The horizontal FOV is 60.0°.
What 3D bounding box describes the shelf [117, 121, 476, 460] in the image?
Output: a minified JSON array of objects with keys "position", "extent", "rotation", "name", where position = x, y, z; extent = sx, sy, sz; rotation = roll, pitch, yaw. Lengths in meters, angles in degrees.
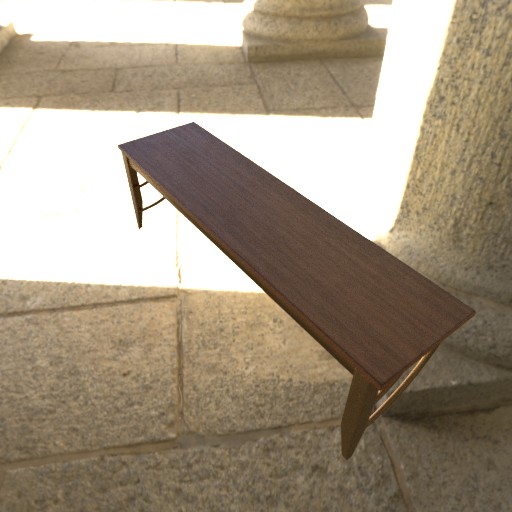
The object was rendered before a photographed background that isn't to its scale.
[{"position":[0.000,0.000,0.733],"extent":[0.166,0.190,0.636],"rotation":[-27,48,-27],"name":"shelf"}]
